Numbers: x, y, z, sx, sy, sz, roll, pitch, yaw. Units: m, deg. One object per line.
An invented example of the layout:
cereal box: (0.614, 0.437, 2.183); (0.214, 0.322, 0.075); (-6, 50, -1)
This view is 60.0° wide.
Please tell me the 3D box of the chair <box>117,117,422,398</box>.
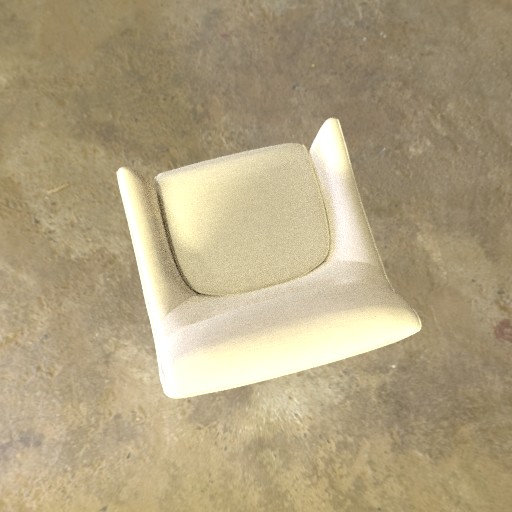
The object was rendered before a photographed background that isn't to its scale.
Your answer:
chair: (0.000, 0.000, 1.492); (0.762, 0.838, 0.787); (-14, 75, -4)
